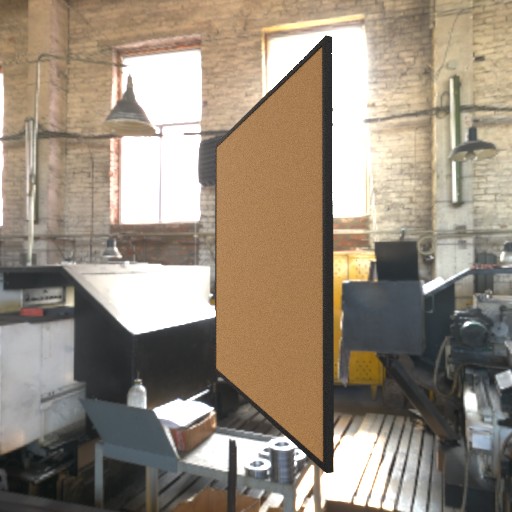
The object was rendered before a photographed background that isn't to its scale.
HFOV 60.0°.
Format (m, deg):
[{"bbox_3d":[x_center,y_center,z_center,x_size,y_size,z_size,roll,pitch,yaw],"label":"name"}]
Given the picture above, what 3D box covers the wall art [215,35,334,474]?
[{"bbox_3d":[0.000,0.000,0.984,0.015,0.663,0.664,0,-1,-20],"label":"wall art"}]
